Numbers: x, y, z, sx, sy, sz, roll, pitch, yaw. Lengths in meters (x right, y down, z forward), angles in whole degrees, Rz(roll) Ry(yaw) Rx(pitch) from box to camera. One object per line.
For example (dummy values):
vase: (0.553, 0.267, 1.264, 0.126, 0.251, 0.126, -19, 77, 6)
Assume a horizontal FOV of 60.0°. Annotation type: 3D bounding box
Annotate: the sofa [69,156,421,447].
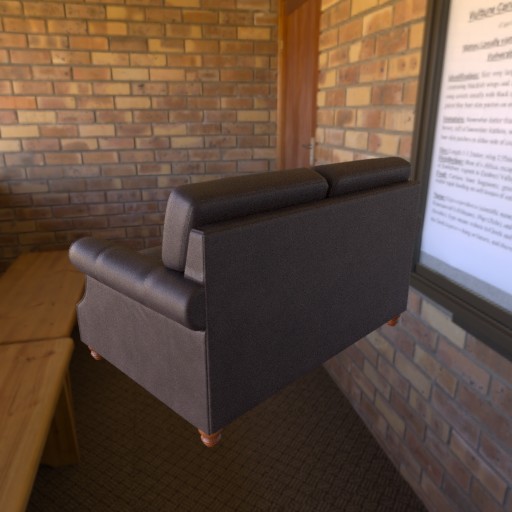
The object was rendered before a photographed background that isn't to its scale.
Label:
sofa: (0.000, 0.000, 2.315, 1.030, 0.979, 1.663, 17, 24, 42)
